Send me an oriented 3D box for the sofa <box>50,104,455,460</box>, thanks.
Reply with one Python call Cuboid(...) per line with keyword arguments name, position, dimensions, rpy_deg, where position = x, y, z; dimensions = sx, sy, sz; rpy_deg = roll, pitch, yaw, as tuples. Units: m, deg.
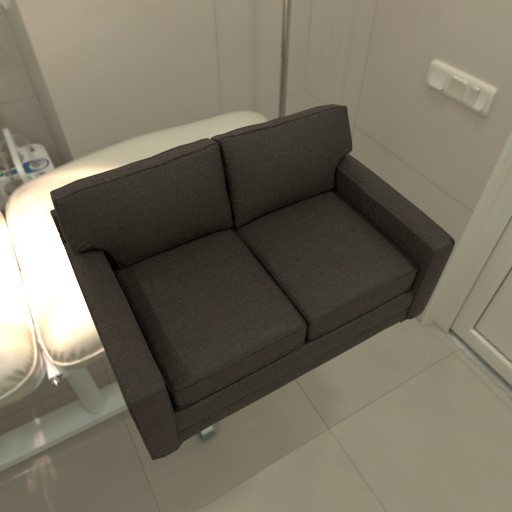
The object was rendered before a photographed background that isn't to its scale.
Cuboid(name="sofa", position=(0.000, 0.000, 2.083), dimensions=(1.534, 0.887, 0.974), rpy_deg=(-23, 51, -20))
